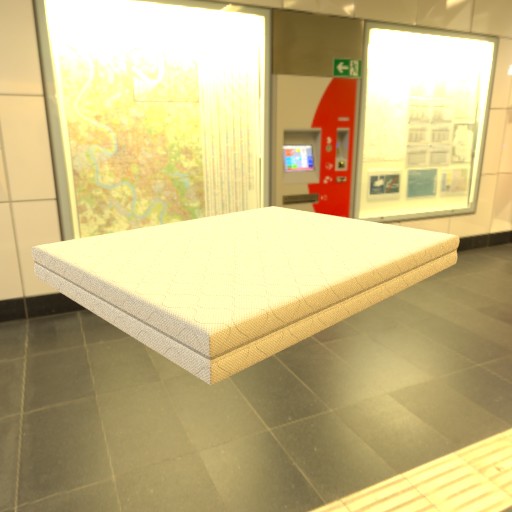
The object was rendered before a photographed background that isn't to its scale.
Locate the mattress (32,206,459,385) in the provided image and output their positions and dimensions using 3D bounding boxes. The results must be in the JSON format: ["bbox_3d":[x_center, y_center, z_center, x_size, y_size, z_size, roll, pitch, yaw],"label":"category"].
[{"bbox_3d":[0.000,0.000,2.652,2.000,0.200,1.600,-15,22,-43],"label":"mattress"}]
